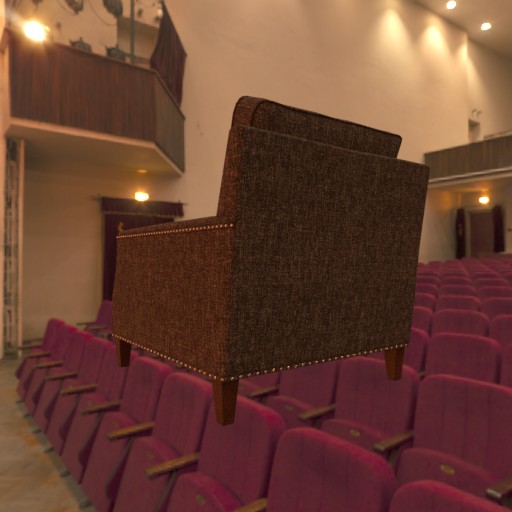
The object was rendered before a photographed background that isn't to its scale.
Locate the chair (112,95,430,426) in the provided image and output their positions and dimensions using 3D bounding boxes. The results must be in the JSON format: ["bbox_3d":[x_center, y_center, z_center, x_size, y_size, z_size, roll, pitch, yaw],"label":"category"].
[{"bbox_3d":[0.000,0.000,1.773,0.853,0.943,1.014,0,0,-36],"label":"chair"}]
